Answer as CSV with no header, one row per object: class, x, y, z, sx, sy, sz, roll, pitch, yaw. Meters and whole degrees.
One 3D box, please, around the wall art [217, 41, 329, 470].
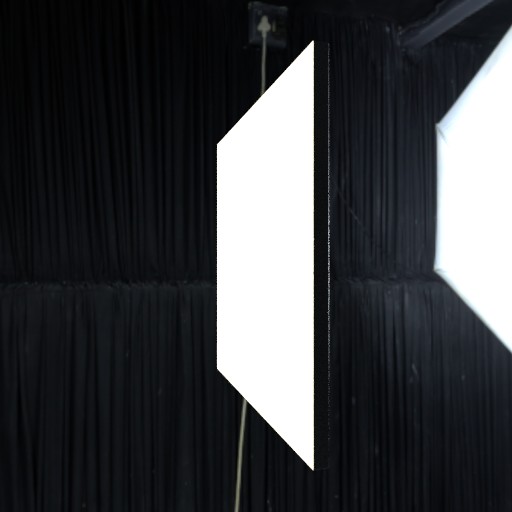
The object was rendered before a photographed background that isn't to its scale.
wall art,0.000,0.000,1.172,0.031,0.775,0.773,0,0,-18
